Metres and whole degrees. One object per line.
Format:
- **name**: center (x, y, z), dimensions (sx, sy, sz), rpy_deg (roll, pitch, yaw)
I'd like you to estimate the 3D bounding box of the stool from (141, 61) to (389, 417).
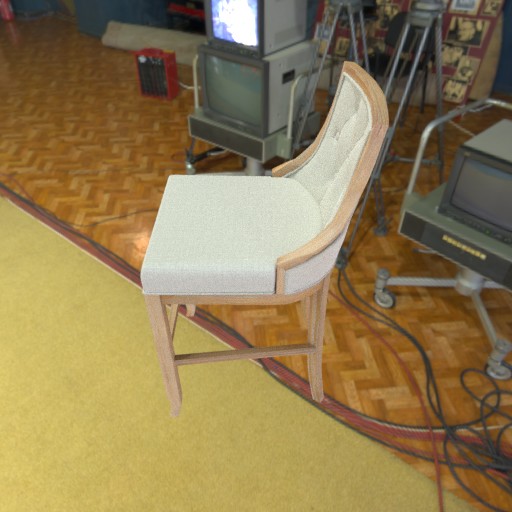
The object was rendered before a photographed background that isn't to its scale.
- **stool**: center (0.000, 0.000, 1.460), dimensions (0.626, 1.101, 0.524), rpy_deg (0, 40, 0)
